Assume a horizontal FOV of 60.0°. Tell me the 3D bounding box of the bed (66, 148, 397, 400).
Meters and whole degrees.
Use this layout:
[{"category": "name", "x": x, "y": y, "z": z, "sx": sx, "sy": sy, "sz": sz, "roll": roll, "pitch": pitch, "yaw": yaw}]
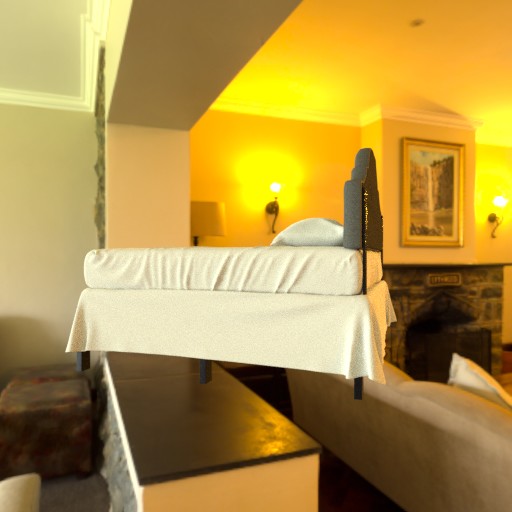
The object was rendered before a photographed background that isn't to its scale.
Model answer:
[{"category": "bed", "x": 0.000, "y": 0.000, "z": 3.758, "sx": 2.222, "sy": 1.631, "sz": 2.303, "roll": 0, "pitch": 0, "yaw": 19}]
